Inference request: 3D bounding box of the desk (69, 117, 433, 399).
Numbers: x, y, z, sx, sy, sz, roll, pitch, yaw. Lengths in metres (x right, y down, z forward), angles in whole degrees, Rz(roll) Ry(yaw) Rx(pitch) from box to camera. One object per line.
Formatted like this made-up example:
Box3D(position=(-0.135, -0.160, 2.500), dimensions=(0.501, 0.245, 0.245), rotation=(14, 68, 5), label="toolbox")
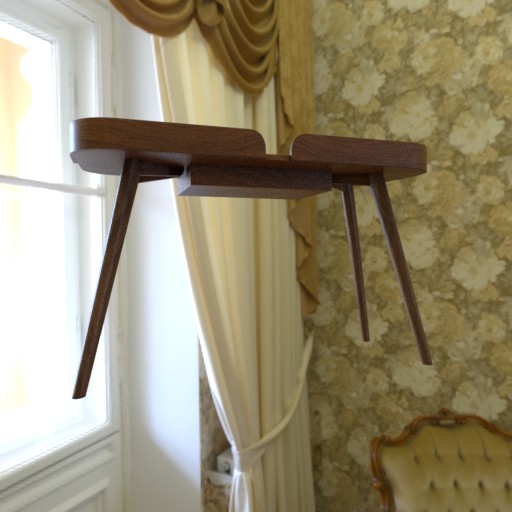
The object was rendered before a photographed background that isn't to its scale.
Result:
Box3D(position=(0.000, 0.000, 1.646), dimensions=(1.256, 0.800, 0.486), rotation=(0, 1, -17), label="desk")
